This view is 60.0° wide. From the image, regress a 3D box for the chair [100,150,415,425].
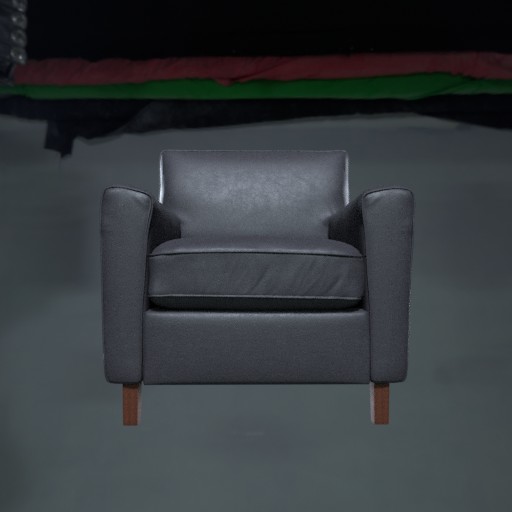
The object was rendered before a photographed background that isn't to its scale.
[{"bbox_3d":[0.000,0.000,1.575,0.870,0.943,0.825,0,-1,-1],"label":"chair"}]
